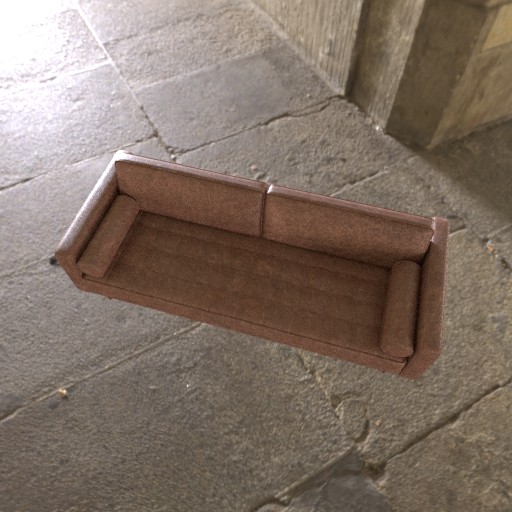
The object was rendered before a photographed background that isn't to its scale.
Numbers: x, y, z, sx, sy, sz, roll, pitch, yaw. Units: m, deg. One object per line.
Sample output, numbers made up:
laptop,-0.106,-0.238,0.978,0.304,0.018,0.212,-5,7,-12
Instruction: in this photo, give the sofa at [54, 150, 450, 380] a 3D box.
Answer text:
sofa,0.000,0.000,2.771,2.210,0.762,0.914,14,58,9
